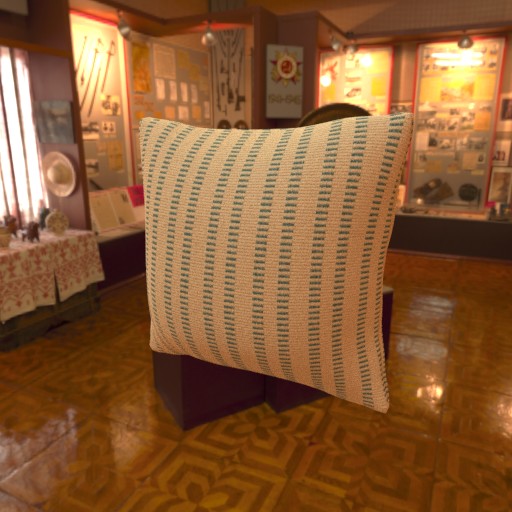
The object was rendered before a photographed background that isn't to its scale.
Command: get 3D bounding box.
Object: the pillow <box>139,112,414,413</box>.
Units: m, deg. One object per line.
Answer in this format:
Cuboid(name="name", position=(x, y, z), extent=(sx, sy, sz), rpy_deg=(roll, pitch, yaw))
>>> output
Cuboid(name="pillow", position=(0.000, 0.000, 0.689), extent=(0.438, 0.419, 0.247), rpy_deg=(8, 17, 26))
